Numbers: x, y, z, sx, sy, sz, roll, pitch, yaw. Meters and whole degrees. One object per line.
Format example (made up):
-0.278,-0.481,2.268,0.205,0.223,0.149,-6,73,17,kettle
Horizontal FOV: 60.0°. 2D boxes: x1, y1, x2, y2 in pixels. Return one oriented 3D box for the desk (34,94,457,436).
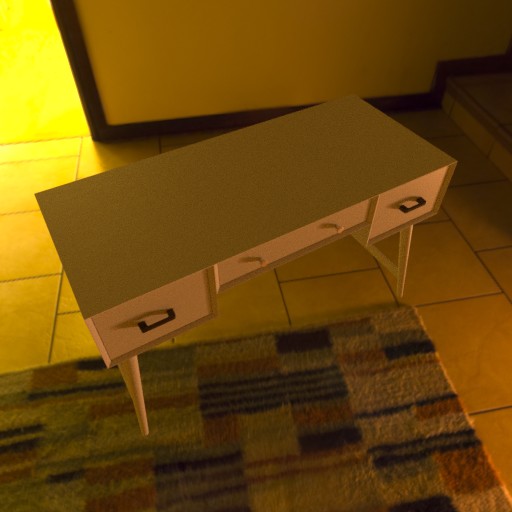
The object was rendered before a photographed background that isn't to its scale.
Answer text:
0.000,0.000,1.761,1.313,0.762,0.589,-23,51,-20,desk
